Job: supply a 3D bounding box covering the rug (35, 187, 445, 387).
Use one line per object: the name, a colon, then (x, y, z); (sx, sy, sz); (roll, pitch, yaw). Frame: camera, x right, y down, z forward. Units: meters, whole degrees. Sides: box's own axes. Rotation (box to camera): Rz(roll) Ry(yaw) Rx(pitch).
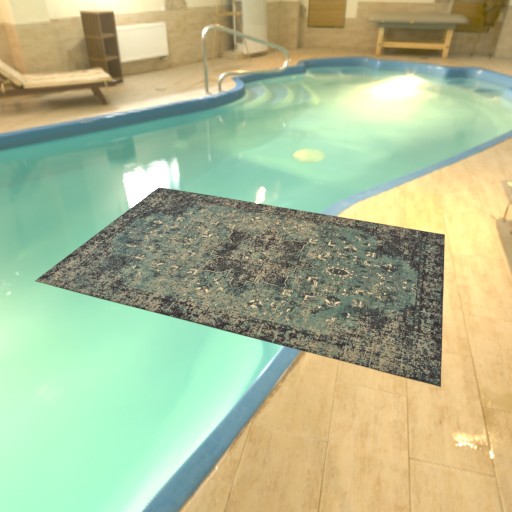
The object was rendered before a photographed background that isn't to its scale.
rug: (0.000, 0.000, 3.059); (2.440, 0.007, 1.525); (11, 35, 17)
